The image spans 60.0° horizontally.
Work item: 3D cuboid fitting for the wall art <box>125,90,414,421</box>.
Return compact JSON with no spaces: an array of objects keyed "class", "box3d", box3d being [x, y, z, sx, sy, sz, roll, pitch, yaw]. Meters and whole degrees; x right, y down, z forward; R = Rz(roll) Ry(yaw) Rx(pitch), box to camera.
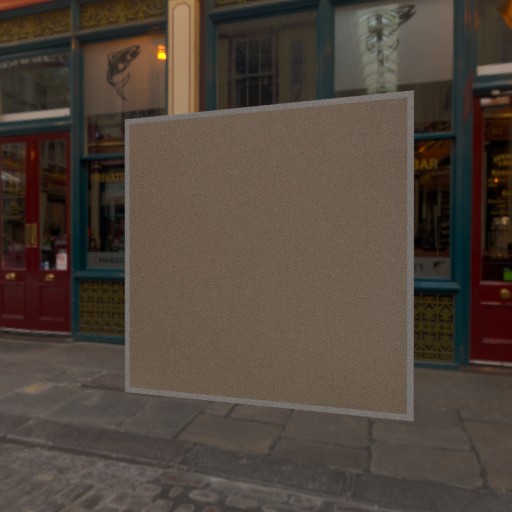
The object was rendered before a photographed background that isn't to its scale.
[{"class":"wall art","box3d":[0.000,0.000,0.680,0.456,0.456,0.007,0,0,17]}]
